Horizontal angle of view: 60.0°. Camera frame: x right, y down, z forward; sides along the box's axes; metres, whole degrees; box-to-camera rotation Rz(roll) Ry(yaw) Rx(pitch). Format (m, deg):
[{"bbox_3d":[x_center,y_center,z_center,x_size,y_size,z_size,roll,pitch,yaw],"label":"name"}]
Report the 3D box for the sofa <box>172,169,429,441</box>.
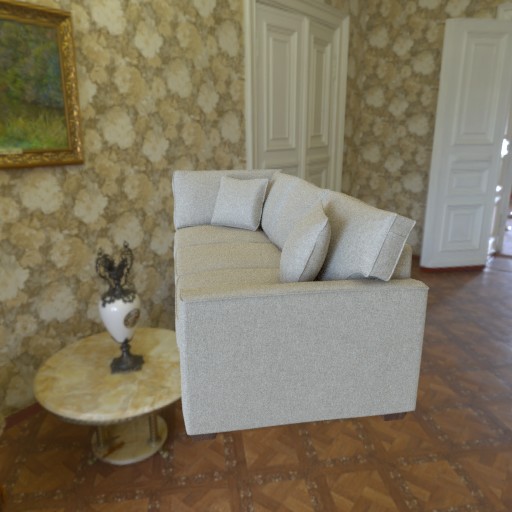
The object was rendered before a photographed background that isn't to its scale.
[{"bbox_3d":[0.000,0.000,2.841,1.053,0.948,2.323,-3,15,-9],"label":"sofa"}]
